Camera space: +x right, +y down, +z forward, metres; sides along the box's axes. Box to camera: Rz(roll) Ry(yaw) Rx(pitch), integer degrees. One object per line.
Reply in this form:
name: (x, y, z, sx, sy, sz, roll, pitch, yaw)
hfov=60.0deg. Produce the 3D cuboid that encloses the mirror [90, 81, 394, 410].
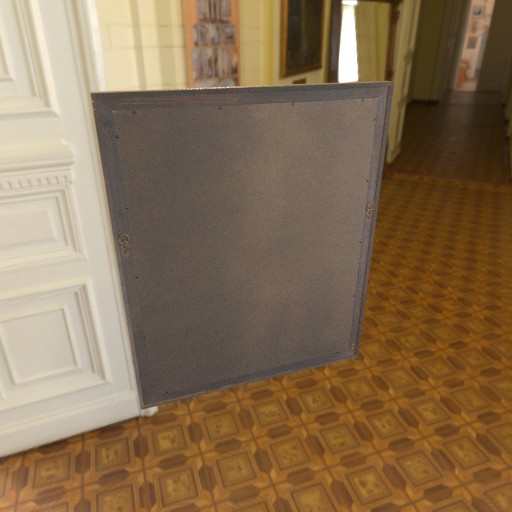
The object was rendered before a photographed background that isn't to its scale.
mirror: (0.000, 0.000, 1.228, 0.730, 0.882, 0.032, -9, 28, -17)
